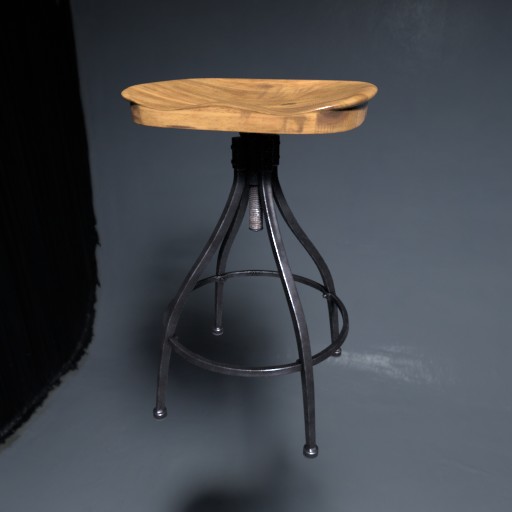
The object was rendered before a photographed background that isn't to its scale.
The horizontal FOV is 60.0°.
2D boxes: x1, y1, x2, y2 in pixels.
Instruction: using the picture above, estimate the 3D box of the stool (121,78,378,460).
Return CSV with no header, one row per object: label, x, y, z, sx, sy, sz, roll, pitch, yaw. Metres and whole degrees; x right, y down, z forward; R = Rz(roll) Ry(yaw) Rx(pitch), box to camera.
stool,0.000,0.000,0.959,0.432,0.694,0.424,8,26,16
